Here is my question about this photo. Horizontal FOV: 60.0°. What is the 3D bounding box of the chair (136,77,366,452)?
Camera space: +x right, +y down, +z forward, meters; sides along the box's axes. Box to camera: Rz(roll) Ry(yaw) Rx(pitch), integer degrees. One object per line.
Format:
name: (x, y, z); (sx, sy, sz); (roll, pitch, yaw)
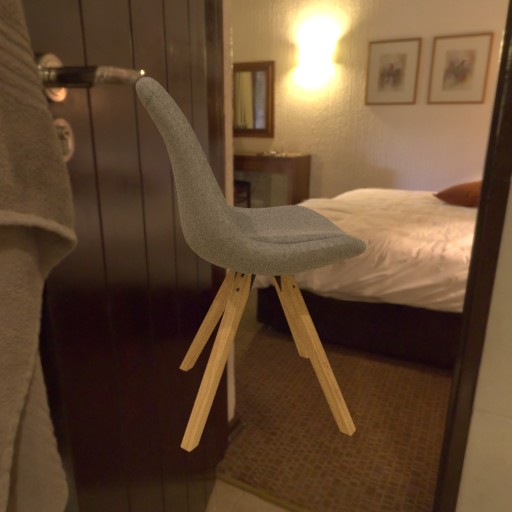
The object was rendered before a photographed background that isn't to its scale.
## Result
chair: (0.000, 0.000, 1.190); (0.550, 0.865, 0.483); (-3, 17, -9)
